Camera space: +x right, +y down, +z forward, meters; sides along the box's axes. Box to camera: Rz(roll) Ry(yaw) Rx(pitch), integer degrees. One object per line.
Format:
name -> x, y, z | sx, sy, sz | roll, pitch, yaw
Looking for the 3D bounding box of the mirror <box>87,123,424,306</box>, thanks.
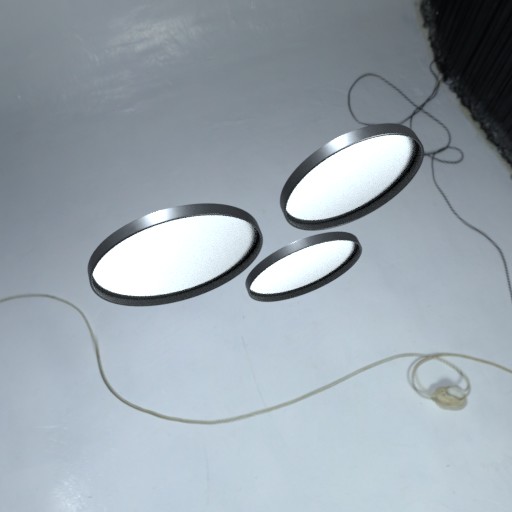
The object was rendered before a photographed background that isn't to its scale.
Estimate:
mirror -> 0.000, 0.000, 3.178 | 2.160, 2.096, 0.076 | -17, 65, -8
